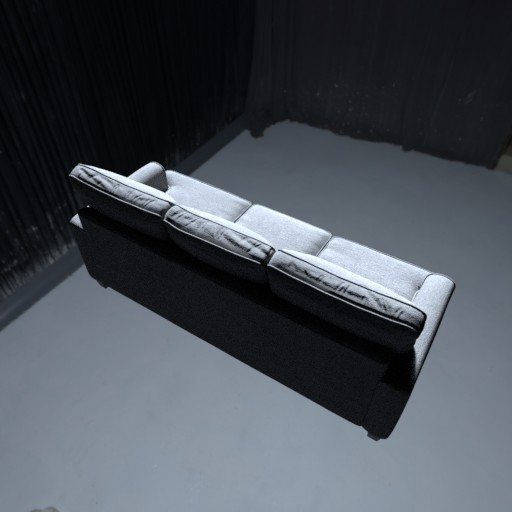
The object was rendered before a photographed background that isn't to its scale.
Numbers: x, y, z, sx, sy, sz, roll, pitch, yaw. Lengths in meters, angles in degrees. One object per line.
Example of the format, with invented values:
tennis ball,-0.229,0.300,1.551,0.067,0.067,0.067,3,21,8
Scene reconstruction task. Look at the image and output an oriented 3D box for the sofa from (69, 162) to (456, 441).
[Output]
sofa,0.000,0.000,2.647,2.158,0.965,0.951,24,50,22
